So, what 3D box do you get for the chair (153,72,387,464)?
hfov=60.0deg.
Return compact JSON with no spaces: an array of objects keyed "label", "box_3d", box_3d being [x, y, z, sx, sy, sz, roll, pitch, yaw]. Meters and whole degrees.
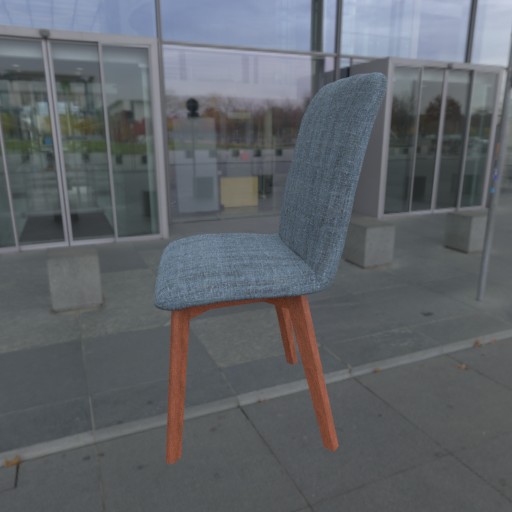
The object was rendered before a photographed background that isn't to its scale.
[{"label":"chair","box_3d":[0.000,0.000,1.293,0.563,0.974,0.522,-2,15,-8]}]
